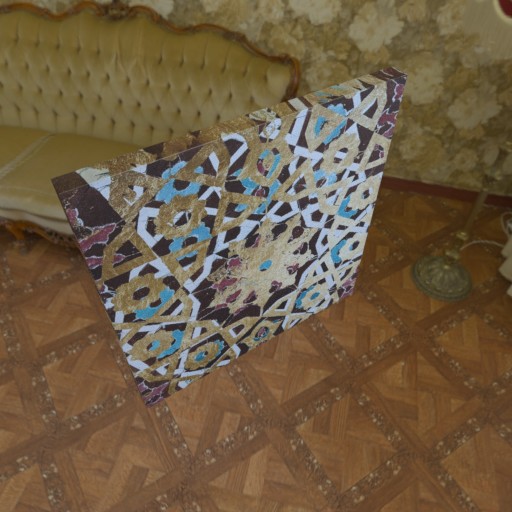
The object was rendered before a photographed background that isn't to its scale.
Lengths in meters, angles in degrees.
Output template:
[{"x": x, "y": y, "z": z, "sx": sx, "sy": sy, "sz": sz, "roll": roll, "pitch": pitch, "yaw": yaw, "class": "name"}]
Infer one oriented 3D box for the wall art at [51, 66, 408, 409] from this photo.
[{"x": 0.000, "y": 0.000, "z": 0.898, "sx": 0.609, "sy": 0.613, "sz": 0.041, "roll": -25, "pitch": 52, "yaw": -22, "class": "wall art"}]
